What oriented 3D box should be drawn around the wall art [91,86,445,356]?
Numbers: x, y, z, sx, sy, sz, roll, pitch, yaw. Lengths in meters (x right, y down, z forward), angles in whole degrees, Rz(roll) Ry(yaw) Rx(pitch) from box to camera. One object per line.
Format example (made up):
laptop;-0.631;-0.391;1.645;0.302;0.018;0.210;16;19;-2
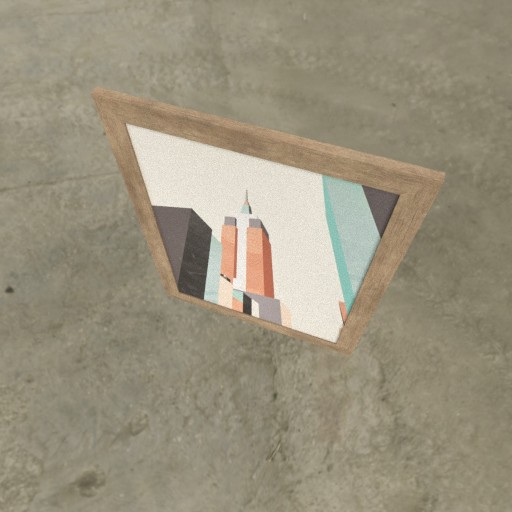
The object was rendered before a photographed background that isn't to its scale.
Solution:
wall art;0.000;0.000;0.929;0.534;0.686;0.018;17;60;10
